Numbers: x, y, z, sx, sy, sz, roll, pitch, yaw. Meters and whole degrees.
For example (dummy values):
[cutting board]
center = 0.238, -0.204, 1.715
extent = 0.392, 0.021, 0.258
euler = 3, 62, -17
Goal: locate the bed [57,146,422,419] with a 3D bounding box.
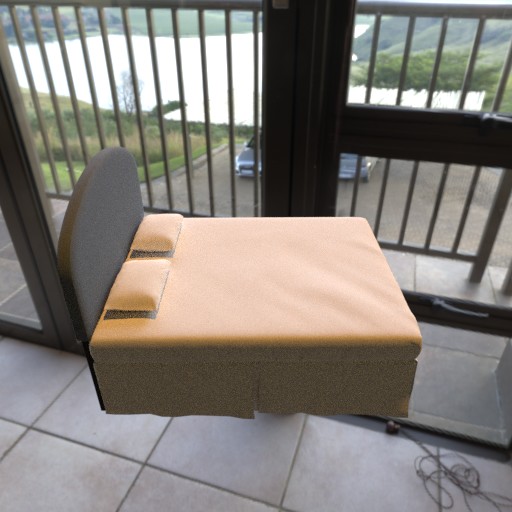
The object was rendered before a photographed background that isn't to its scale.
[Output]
[bed]
center = 0.000, 0.000, 3.061
extent = 2.005, 1.410, 1.607
euler = 0, 32, 0
